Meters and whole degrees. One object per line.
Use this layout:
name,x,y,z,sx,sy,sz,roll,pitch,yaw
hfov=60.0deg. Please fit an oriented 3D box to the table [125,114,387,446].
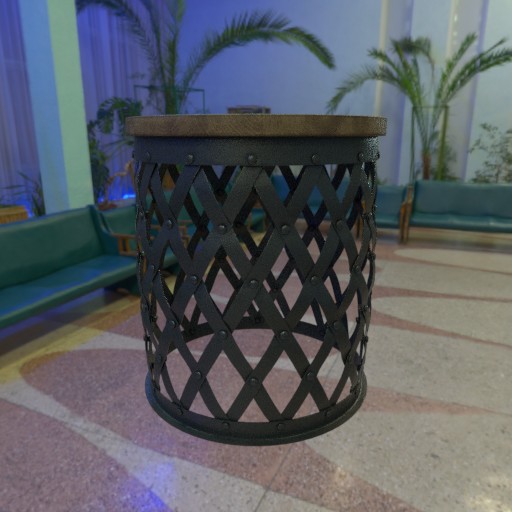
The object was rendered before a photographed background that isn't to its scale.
table,0.000,0.000,0.770,0.405,0.454,0.405,0,15,0
